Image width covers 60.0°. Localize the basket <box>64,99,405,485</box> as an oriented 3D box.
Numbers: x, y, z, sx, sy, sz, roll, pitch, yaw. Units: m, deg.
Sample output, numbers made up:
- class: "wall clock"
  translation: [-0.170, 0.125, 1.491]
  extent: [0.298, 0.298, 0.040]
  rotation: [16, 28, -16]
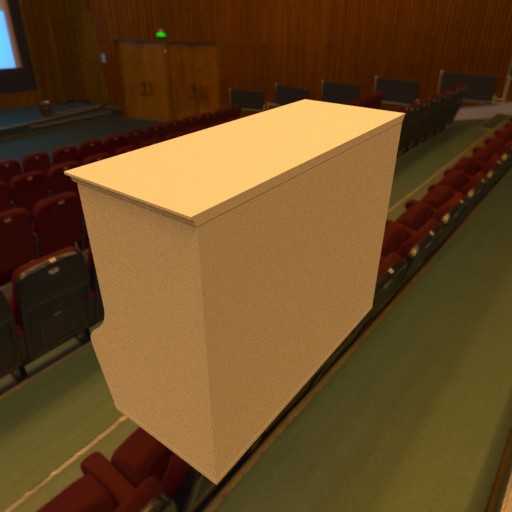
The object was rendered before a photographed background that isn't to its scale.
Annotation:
- class: "basket"
  translation: [0.000, 0.000, 1.138]
  extent: [0.376, 0.625, 0.792]
  rotation: [21, 36, 31]
